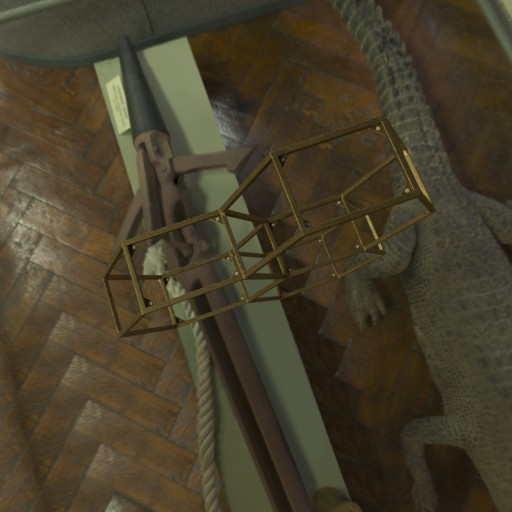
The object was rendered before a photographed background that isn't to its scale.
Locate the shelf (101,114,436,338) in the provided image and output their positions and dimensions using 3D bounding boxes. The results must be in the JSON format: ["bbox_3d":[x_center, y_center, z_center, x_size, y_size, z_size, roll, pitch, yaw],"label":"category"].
[{"bbox_3d":[0.000,0.000,1.038,0.708,0.701,0.150,-19,77,-5],"label":"shelf"}]
